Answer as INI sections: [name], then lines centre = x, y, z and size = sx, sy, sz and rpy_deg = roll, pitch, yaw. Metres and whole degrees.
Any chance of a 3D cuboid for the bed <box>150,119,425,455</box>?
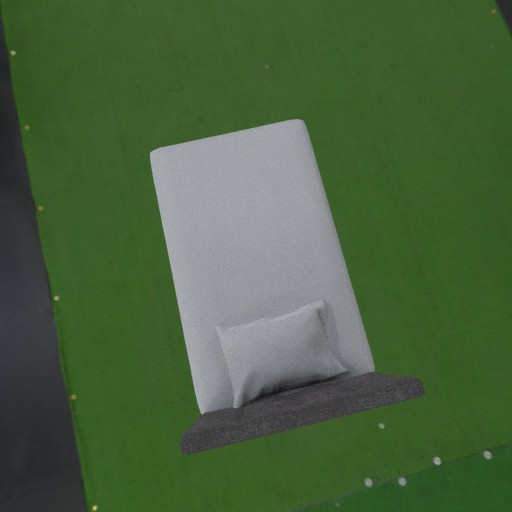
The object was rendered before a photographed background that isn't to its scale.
[bed]
centre = 0.000, 0.000, 2.954
size = 1.261, 1.571, 1.997
rpy_deg = -13, 77, -3
